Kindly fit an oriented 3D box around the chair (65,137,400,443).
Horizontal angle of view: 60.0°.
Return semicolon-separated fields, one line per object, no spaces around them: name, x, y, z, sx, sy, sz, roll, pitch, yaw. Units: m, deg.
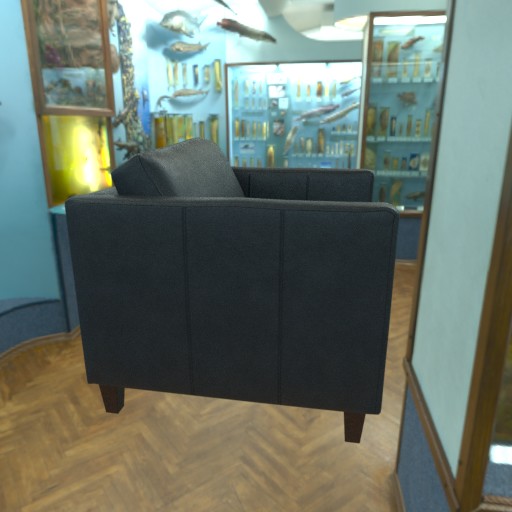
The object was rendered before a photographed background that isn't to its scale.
chair;0.000;0.000;1.585;0.862;0.811;0.939;3;17;10
